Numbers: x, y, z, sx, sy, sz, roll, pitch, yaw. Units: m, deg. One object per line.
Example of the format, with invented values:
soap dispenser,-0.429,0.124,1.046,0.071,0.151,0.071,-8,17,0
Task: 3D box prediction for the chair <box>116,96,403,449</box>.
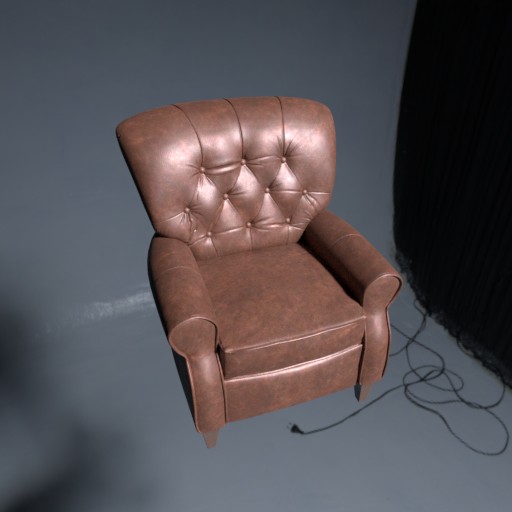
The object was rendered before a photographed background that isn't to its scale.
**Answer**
chair,0.000,0.000,1.952,0.979,1.162,1.031,-11,34,-16
